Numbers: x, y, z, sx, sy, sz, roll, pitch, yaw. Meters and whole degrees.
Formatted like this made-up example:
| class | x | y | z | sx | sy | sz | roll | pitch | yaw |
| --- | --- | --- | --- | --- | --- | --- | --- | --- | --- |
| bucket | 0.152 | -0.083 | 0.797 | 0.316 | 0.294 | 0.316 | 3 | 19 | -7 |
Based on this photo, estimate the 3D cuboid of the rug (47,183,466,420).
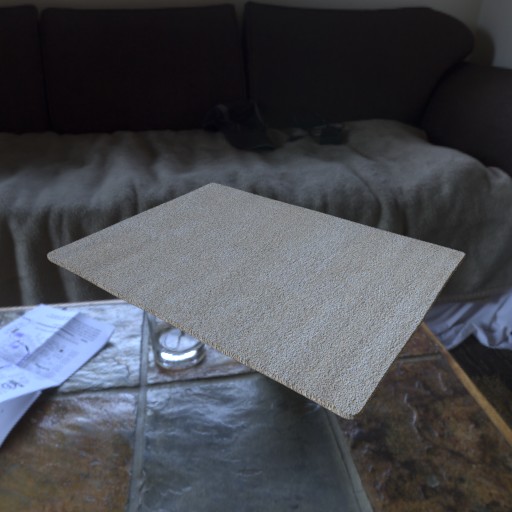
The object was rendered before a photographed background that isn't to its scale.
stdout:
| class | x | y | z | sx | sy | sz | roll | pitch | yaw |
| --- | --- | --- | --- | --- | --- | --- | --- | --- | --- |
| rug | 0.000 | 0.000 | 2.101 | 1.600 | 0.025 | 1.199 | 20 | 36 | 31 |
